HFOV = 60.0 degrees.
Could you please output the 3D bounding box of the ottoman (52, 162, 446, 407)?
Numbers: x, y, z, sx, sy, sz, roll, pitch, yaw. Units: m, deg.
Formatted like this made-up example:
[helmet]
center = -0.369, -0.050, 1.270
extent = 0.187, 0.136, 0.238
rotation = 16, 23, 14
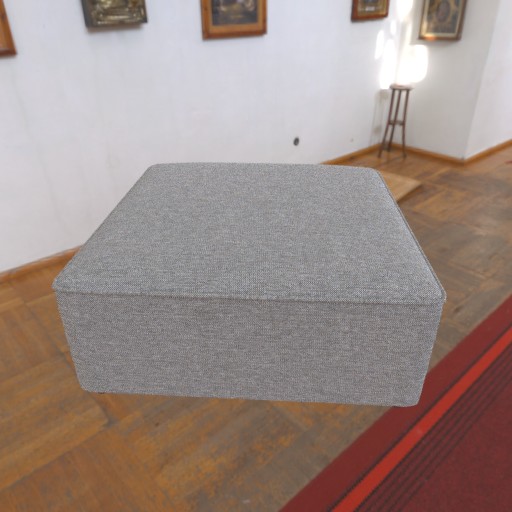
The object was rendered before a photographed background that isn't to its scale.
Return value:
[ottoman]
center = 0.000, 0.000, 1.608
extent = 1.005, 0.455, 1.005
rotation = 2, 30, 3
